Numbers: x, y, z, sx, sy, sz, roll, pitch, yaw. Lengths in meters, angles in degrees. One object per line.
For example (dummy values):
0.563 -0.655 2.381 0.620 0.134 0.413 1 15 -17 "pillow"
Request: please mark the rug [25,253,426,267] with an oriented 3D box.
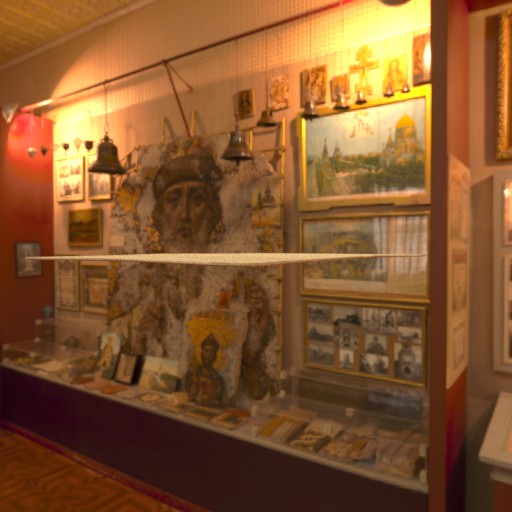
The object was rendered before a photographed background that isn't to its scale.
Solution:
0.000 0.000 2.970 1.596 0.030 2.283 1 1 37 "rug"
